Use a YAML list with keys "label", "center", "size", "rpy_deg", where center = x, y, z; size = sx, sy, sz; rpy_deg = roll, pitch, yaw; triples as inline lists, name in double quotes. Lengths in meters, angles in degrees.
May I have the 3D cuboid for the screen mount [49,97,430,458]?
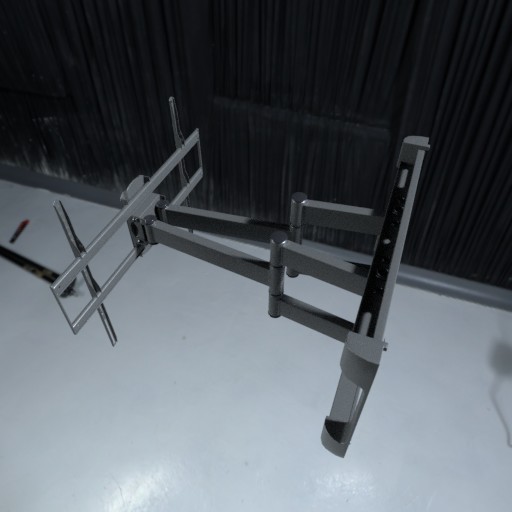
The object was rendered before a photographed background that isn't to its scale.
- label: "screen mount"
  center: [0.000, 0.000, 1.074]
  size: [0.644, 0.491, 0.661]
  rpy_deg: [16, 48, 15]
